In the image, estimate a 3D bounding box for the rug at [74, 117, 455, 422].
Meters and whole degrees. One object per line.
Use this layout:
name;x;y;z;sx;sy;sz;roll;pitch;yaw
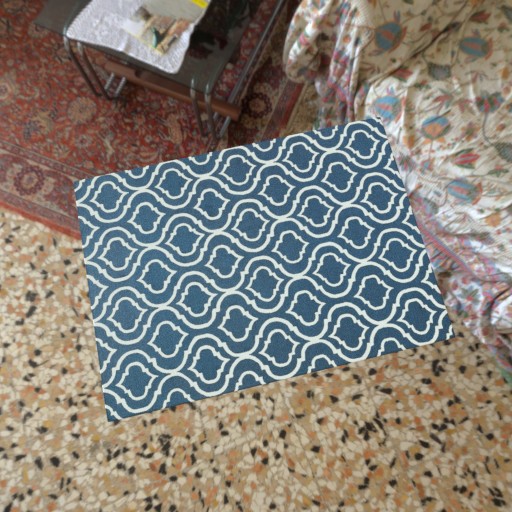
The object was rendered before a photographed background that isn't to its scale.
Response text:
rug;0.000;0.000;4.438;3.353;0.010;2.438;-13;76;-3
